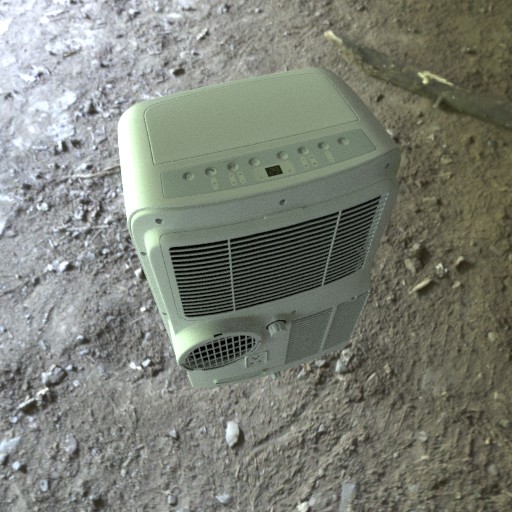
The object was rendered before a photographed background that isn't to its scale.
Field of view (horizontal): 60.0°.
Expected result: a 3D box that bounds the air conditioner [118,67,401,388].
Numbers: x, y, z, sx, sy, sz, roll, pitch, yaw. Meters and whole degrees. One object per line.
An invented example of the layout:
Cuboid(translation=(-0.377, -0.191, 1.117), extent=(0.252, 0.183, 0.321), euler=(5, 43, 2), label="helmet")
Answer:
Cuboid(translation=(0.000, 0.000, 0.942), extent=(0.454, 0.700, 0.365), euler=(-15, 59, -9), label="air conditioner")
